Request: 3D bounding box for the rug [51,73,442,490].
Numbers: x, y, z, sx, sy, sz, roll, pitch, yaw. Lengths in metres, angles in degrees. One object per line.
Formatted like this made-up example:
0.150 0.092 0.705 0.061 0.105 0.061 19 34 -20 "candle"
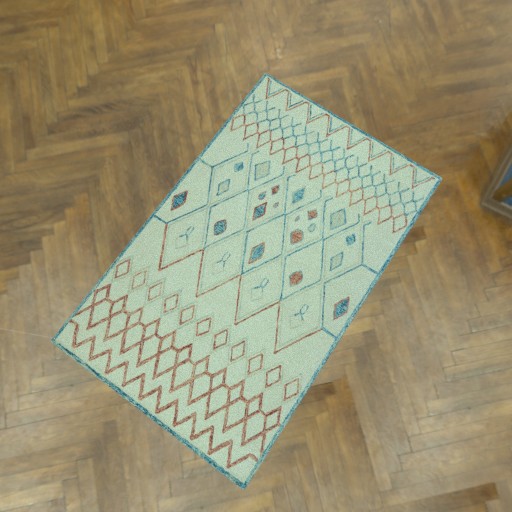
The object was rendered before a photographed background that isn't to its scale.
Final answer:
0.000 0.000 2.993 1.524 0.015 2.438 34 78 8 "rug"
